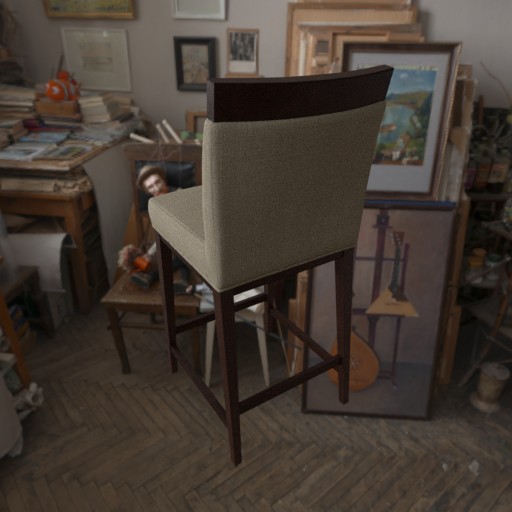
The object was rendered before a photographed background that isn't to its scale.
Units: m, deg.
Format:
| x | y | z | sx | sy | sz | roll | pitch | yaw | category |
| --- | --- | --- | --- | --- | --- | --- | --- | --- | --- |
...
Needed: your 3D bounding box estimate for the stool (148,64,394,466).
| x | y | z | sx | sy | sz | roll | pitch | yaw | category |
| --- | --- | --- | --- | --- | --- | --- | --- | --- | --- |
| 0.000 | 0.000 | 1.262 | 0.463 | 1.011 | 0.480 | -17 | 33 | -29 | stool |
